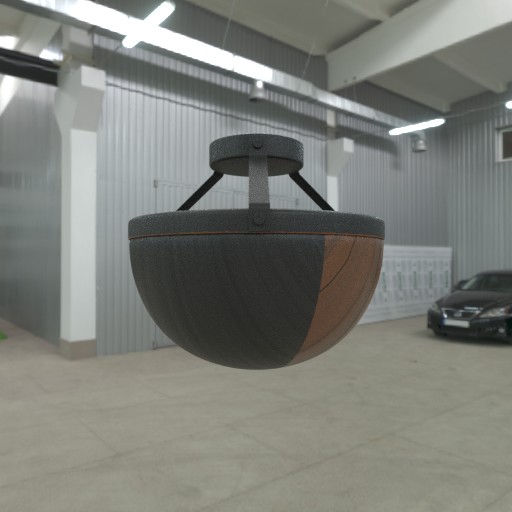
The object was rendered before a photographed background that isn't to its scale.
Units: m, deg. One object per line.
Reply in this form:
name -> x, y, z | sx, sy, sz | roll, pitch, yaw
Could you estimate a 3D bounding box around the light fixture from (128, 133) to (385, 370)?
light fixture -> 0.000, 0.000, 0.544 | 0.304, 0.269, 0.304 | 0, -1, 0
